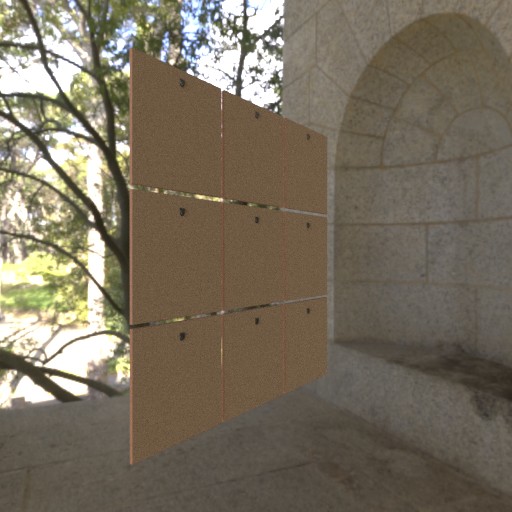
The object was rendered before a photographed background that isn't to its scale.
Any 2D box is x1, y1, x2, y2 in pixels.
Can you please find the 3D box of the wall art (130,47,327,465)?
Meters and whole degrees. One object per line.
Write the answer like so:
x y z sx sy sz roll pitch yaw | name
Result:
0.000 0.000 1.785 0.019 1.218 1.221 0 0 36 | wall art
